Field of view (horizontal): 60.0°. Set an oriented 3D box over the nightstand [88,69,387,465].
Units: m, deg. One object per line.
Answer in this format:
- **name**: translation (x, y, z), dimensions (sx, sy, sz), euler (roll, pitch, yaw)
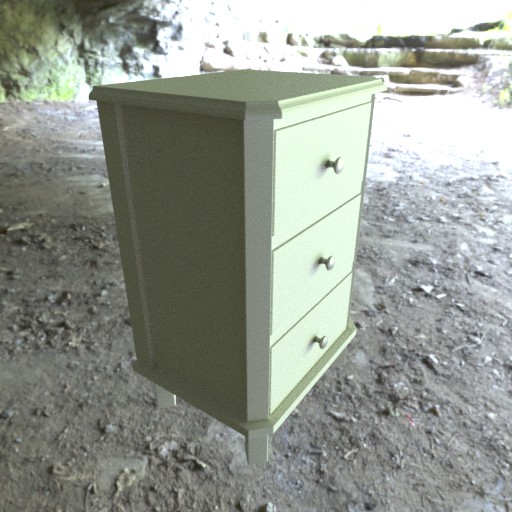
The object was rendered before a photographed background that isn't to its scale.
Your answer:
- **nightstand**: translation (0.000, 0.000, 0.925), dimensions (0.351, 0.681, 0.435), euler (18, 32, 31)
